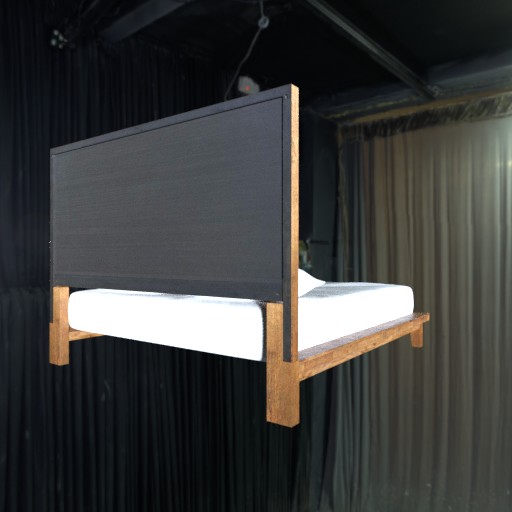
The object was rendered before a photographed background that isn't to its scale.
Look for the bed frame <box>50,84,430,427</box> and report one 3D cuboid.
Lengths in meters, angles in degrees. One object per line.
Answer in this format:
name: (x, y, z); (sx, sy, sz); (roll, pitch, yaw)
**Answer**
bed frame: (0.000, 0.000, 3.484); (2.038, 1.537, 2.235); (0, 0, 36)
